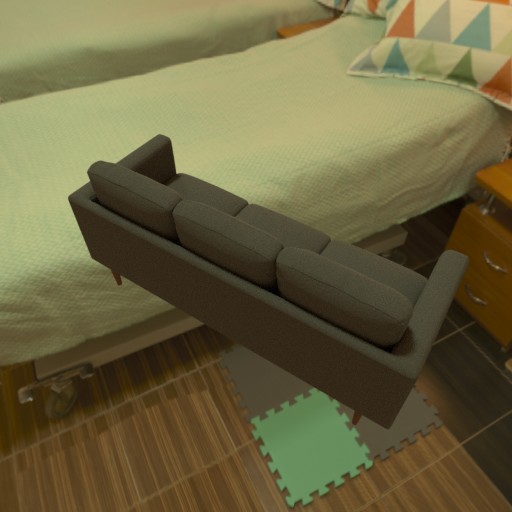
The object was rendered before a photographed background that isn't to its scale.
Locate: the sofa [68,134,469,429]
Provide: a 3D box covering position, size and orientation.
[{"bbox_3d":[0.000,0.000,2.505,2.029,0.912,0.802,26,52,22],"label":"sofa"}]
